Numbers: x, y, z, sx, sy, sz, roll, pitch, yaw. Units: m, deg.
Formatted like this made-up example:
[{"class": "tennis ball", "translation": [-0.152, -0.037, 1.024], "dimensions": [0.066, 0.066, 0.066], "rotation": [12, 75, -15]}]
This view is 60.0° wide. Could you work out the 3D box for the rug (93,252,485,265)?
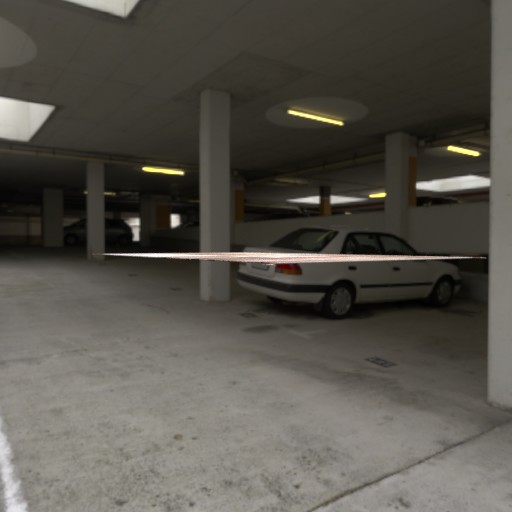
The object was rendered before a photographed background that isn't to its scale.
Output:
[{"class": "rug", "translation": [0.000, 0.000, 2.416], "dimensions": [1.268, 0.007, 1.918], "rotation": [-1, 2, -35]}]
